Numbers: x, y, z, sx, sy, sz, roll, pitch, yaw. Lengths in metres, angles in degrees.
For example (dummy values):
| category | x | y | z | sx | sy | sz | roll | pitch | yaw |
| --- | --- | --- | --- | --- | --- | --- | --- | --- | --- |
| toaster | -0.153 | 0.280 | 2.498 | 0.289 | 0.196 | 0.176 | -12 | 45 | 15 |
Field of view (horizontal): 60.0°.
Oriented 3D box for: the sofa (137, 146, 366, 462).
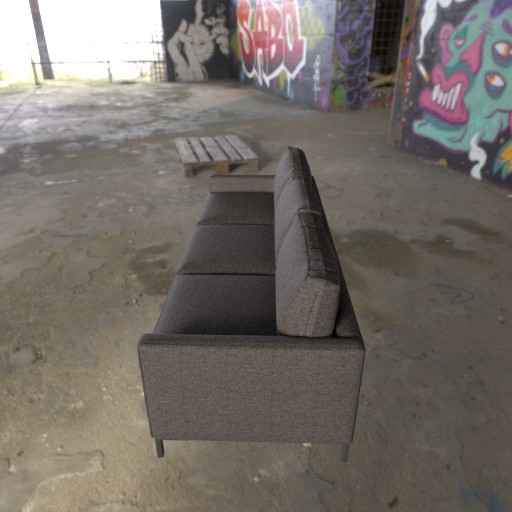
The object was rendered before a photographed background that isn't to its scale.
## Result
| category | x | y | z | sx | sy | sz | roll | pitch | yaw |
| --- | --- | --- | --- | --- | --- | --- | --- | --- | --- |
| sofa | 0.000 | 0.000 | 2.692 | 0.876 | 0.882 | 2.253 | 1 | 27 | 2 |
